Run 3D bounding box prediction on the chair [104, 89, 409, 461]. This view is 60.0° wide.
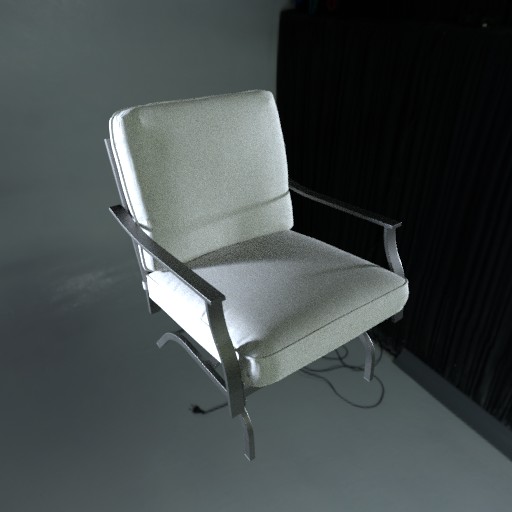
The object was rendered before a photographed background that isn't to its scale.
[{"bbox_3d":[0.000,0.000,1.390,0.650,0.860,0.787,-21,37,-31],"label":"chair"}]
